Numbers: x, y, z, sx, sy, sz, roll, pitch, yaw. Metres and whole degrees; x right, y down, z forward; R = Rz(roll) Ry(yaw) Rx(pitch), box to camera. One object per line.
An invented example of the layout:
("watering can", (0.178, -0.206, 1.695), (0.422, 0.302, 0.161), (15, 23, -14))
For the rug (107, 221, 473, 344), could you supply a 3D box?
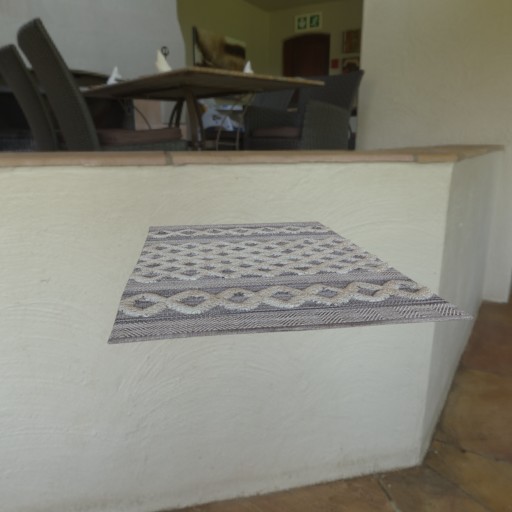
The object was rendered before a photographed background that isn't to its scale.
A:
("rug", (0.000, 0.000, 2.298), (1.222, 0.030, 1.823), (-2, 15, -9))
